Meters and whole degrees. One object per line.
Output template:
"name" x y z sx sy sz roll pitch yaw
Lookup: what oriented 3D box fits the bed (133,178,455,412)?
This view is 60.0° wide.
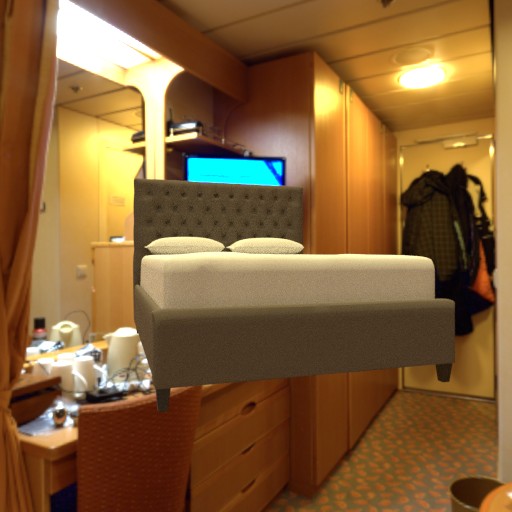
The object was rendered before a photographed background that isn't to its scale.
"bed" 0.000 0.000 3.307 1.696 1.426 2.233 0 0 -18
